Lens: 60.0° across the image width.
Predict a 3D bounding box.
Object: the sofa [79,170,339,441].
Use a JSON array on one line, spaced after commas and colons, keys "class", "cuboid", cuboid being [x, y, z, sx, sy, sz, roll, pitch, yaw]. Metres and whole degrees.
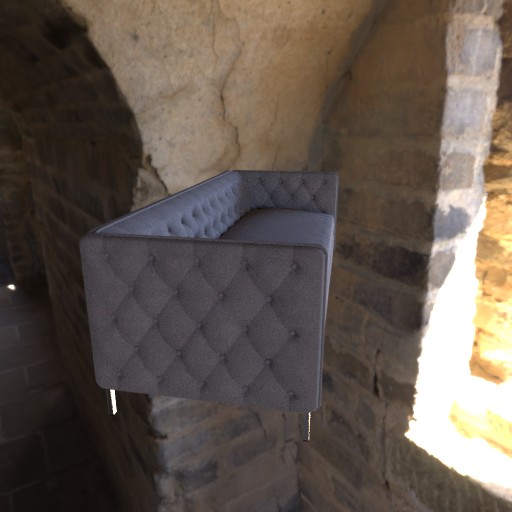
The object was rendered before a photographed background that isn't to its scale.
[{"class": "sofa", "cuboid": [0.000, 0.000, 2.609, 0.895, 0.771, 2.209, 3, 17, 11]}]
